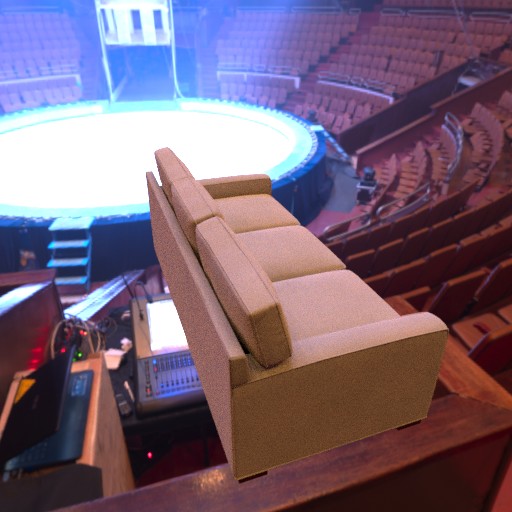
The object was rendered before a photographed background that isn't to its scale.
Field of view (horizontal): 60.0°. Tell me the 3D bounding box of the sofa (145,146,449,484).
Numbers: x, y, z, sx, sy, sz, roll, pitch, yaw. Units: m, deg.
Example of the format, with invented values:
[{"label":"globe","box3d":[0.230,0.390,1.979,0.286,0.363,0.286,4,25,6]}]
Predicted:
[{"label":"sofa","box3d":[0.000,0.000,2.559,0.935,0.862,2.088,-10,31,-17]}]
